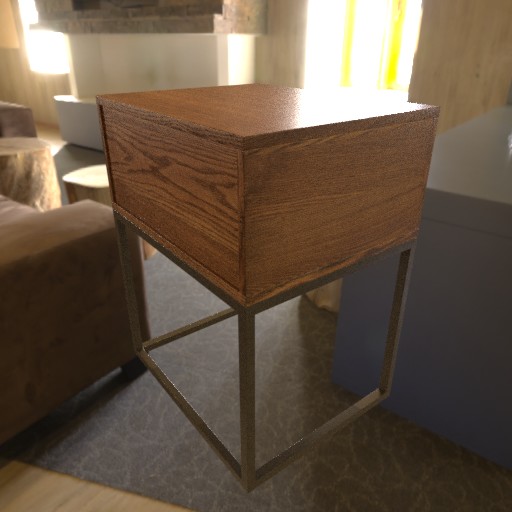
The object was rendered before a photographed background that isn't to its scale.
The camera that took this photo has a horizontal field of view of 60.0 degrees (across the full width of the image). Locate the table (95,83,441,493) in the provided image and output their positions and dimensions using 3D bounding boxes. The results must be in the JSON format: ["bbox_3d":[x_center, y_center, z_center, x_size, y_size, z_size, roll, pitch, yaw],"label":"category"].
[{"bbox_3d":[0.000,0.000,0.911,0.400,0.610,0.482,-19,32,-33],"label":"table"}]
